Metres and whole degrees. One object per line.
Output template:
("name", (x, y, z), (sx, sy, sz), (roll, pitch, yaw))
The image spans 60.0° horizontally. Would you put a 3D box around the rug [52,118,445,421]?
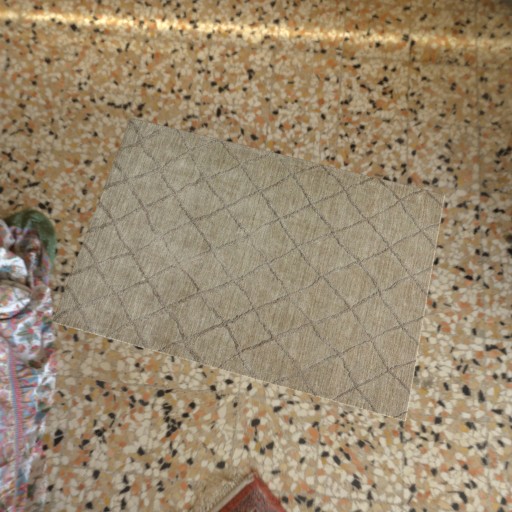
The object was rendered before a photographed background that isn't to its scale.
("rug", (0.000, 0.000, 2.937), (2.280, 0.015, 1.521), (15, 76, 4))
